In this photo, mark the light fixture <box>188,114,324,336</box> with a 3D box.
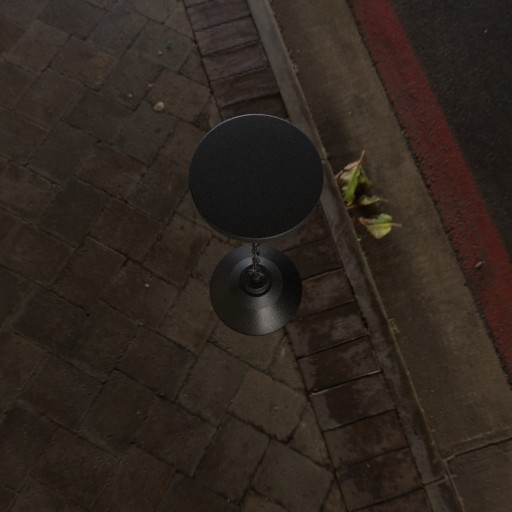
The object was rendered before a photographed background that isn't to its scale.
[{"bbox_3d":[0.000,0.000,0.677,0.201,0.588,0.201,15,76,4],"label":"light fixture"}]
